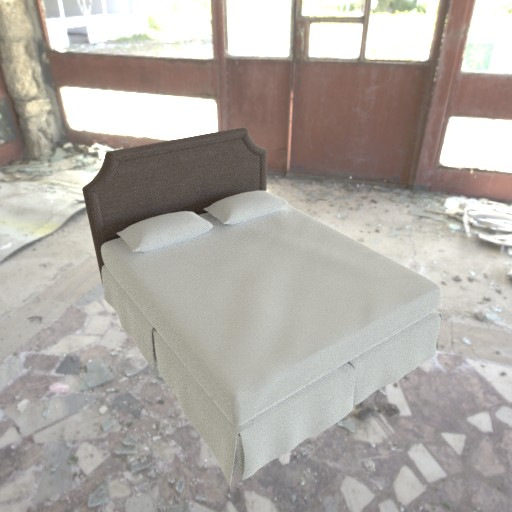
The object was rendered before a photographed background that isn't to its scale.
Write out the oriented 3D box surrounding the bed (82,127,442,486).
[{"bbox_3d":[0.000,0.000,4.143,2.350,1.590,2.773,-20,36,-30],"label":"bed"}]
